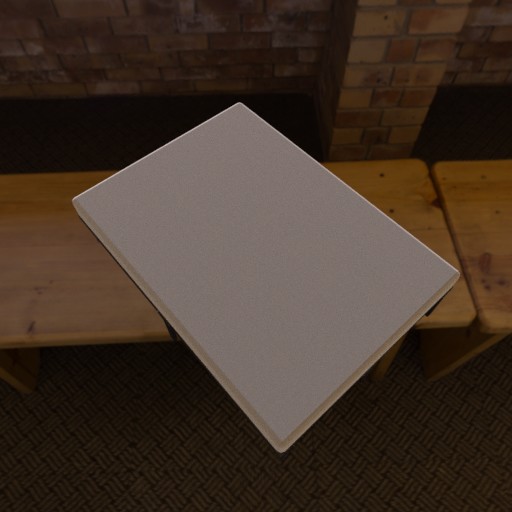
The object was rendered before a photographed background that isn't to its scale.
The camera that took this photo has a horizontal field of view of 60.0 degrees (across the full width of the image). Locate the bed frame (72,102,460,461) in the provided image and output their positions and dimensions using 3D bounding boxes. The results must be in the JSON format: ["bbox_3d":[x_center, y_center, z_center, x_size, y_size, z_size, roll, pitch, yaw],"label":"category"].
[{"bbox_3d":[0.000,0.000,3.826,2.205,0.680,2.842,-30,63,-17],"label":"bed frame"}]
